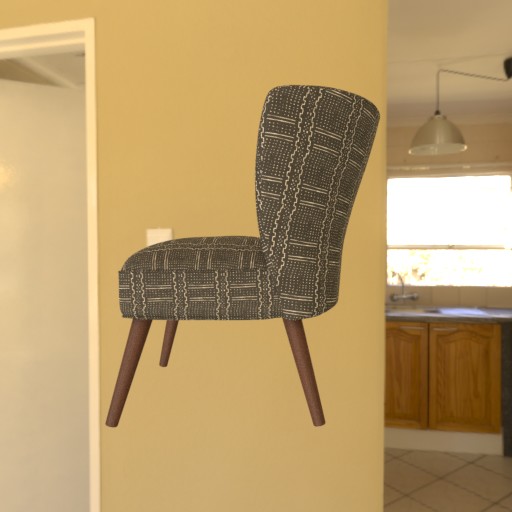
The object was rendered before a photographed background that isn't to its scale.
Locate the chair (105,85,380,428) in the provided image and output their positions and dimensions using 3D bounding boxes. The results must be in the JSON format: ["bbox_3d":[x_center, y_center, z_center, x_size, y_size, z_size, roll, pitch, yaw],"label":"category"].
[{"bbox_3d":[0.000,0.000,1.399,0.758,0.866,0.710,0,1,1],"label":"chair"}]
